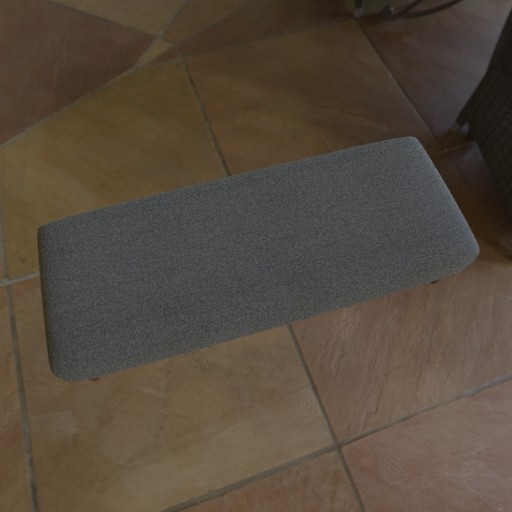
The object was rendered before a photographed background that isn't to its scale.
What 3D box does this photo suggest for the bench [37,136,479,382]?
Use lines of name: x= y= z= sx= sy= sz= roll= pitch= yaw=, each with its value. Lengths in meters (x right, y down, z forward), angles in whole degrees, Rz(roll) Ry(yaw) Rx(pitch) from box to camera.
bench: x=0.000 y=0.000 z=1.822 sx=1.598 sy=0.384 sz=0.631 roll=-15 pitch=65 yaw=-7
